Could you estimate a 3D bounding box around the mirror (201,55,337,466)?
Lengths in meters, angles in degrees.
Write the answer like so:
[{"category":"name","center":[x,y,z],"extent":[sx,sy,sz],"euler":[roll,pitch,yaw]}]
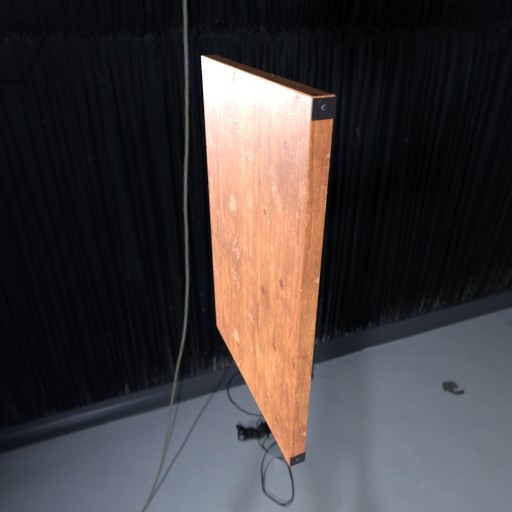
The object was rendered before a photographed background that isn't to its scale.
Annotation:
[{"category":"mirror","center":[0.000,0.000,0.974],"extent":[0.053,0.761,0.517],"euler":[-12,32,-19]}]
